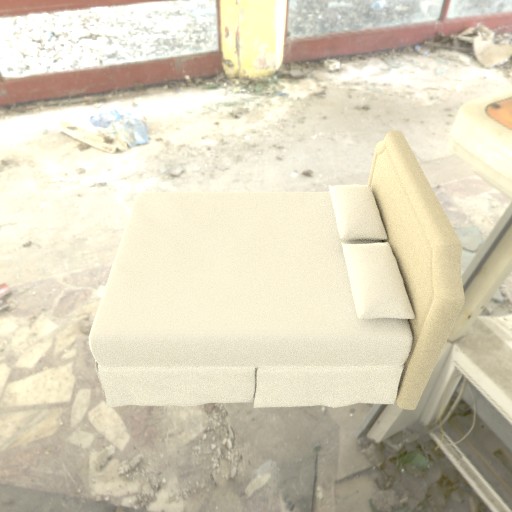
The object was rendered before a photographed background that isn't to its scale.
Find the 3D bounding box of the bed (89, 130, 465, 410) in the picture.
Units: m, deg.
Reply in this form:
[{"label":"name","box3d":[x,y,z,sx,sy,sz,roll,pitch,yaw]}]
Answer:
[{"label":"bed","box3d":[0.000,0.000,3.131,2.116,1.290,1.693,0,42,0]}]
